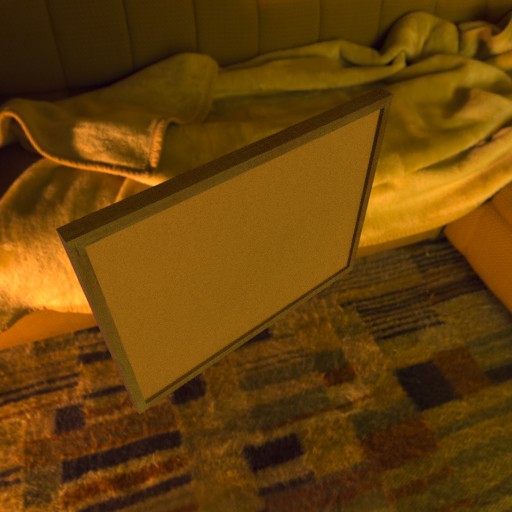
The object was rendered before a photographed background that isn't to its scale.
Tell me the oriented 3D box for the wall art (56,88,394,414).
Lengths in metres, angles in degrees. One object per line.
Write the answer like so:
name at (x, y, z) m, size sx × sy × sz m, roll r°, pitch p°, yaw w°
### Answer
wall art at (0.000, 0.000, 1.815) m, size 1.320 × 1.009 × 0.070 m, roll -30°, pitch 53°, yaw -26°
